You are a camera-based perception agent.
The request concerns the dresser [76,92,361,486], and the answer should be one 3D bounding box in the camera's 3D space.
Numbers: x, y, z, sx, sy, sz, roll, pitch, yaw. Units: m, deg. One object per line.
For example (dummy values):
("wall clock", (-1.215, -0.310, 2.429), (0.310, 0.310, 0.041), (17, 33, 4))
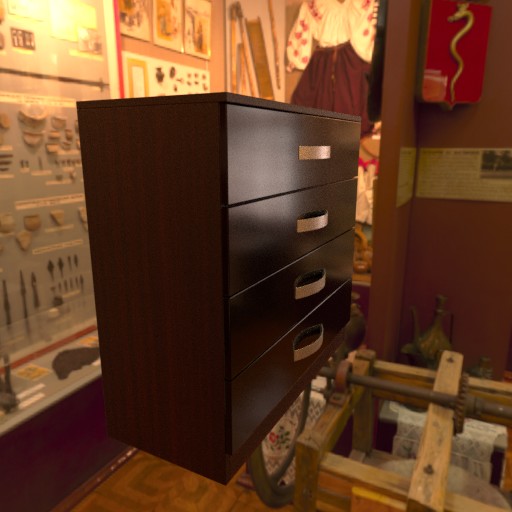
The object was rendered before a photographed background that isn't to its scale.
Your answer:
("dresser", (0.000, 0.000, 1.153), (0.360, 0.720, 0.750), (8, 16, 28))
